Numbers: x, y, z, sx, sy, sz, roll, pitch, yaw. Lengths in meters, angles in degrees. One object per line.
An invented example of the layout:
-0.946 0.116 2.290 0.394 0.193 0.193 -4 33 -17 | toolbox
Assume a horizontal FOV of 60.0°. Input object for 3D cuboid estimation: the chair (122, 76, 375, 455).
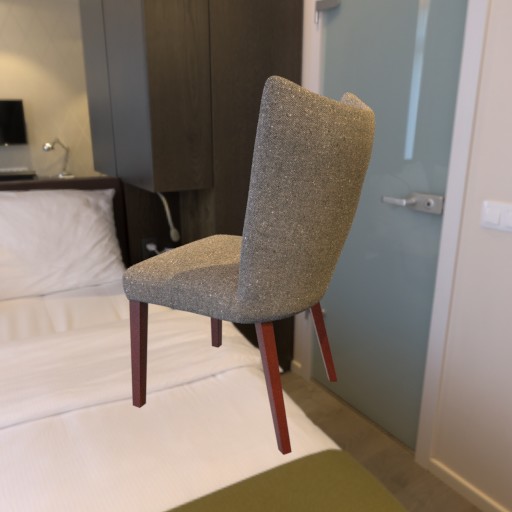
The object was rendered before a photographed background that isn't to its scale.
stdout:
0.000 0.000 1.301 0.623 0.924 0.535 8 18 27 | chair
